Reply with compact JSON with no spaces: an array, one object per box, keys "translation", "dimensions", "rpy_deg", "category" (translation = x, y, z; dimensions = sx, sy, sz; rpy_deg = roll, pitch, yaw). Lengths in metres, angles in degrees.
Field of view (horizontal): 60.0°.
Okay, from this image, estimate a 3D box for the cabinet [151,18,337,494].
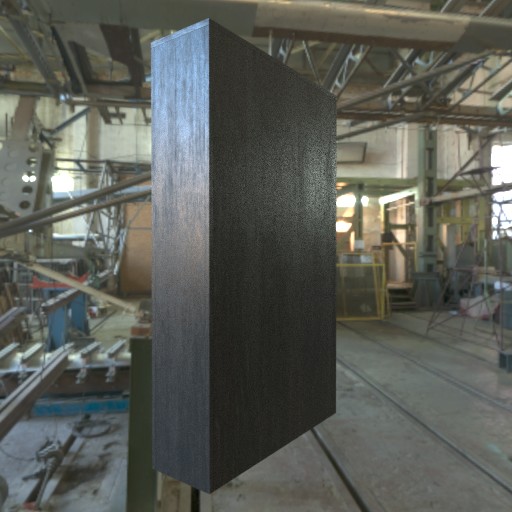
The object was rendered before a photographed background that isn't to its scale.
[{"translation":[0.000,0.000,1.565],"dimensions":[0.250,1.280,0.750],"rpy_deg":[1,1,37],"category":"cabinet"}]
